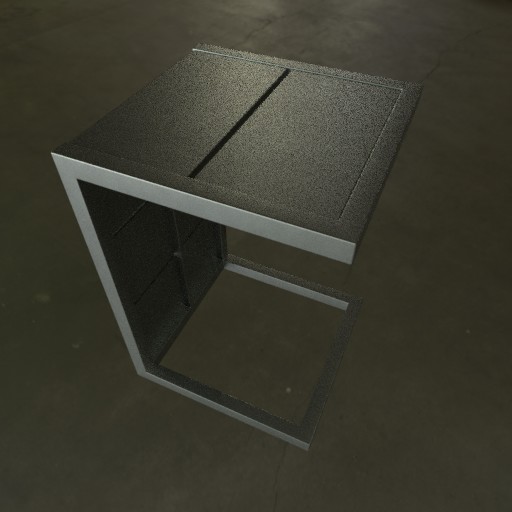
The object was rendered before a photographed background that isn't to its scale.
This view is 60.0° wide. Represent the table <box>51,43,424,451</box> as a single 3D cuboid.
[{"bbox_3d":[0.000,0.000,0.879,0.420,0.609,0.405,18,49,17],"label":"table"}]
